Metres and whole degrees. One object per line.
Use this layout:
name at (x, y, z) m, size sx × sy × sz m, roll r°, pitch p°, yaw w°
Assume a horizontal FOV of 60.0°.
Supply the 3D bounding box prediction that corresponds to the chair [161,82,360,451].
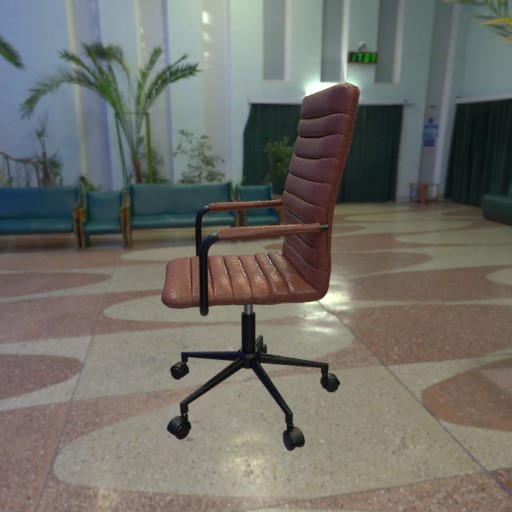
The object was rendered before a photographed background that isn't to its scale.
chair at (0.000, 0.000, 1.372) m, size 0.580 × 0.979 × 0.608 m, roll -2°, pitch 15°, yaw -8°
